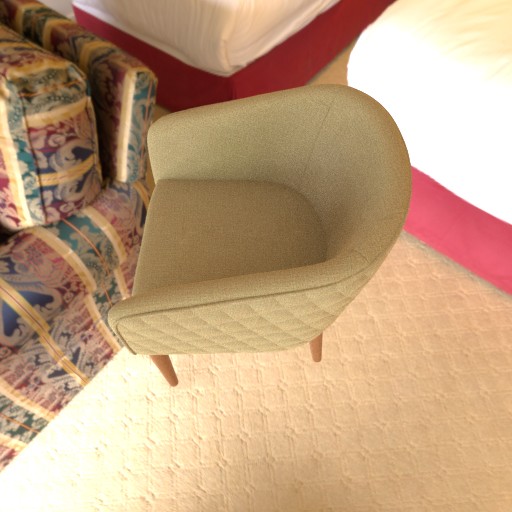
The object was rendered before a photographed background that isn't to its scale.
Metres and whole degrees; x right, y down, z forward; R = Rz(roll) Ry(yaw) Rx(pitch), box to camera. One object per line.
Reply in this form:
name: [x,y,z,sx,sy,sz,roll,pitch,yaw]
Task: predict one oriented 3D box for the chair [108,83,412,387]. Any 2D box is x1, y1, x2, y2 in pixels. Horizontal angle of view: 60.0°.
chair: [0.000,0.000,1.201,0.616,0.775,0.584,1,58,1]
